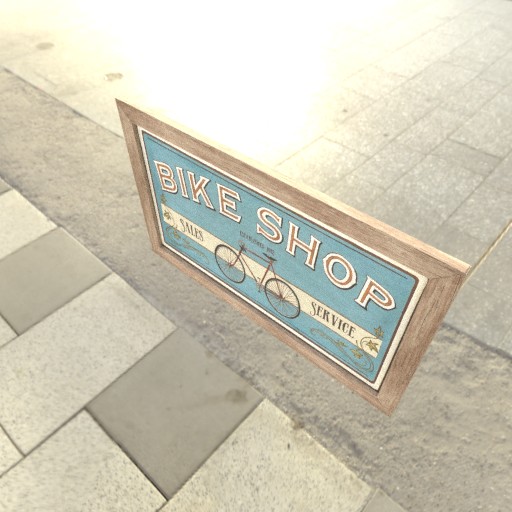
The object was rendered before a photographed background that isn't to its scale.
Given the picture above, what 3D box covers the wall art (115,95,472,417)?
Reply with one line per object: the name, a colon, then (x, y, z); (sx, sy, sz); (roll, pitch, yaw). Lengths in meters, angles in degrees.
wall art: (0.000, 0.000, 0.966); (0.780, 0.480, 0.021); (32, 54, 26)
